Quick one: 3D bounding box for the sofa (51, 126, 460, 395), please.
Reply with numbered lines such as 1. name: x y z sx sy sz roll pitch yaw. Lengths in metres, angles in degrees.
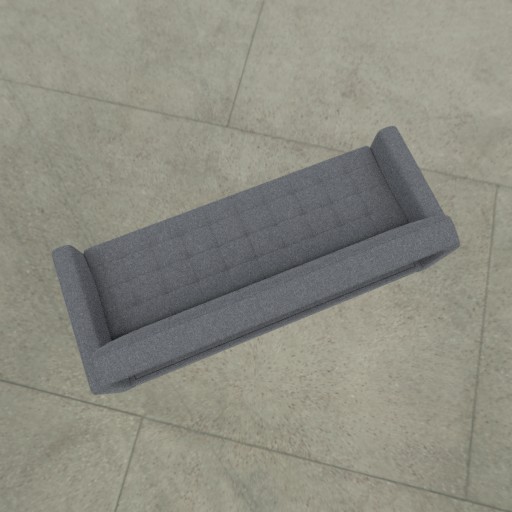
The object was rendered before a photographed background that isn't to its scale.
1. sofa: 0.000 0.000 2.488 2.040 0.850 0.810 -21 75 -6
